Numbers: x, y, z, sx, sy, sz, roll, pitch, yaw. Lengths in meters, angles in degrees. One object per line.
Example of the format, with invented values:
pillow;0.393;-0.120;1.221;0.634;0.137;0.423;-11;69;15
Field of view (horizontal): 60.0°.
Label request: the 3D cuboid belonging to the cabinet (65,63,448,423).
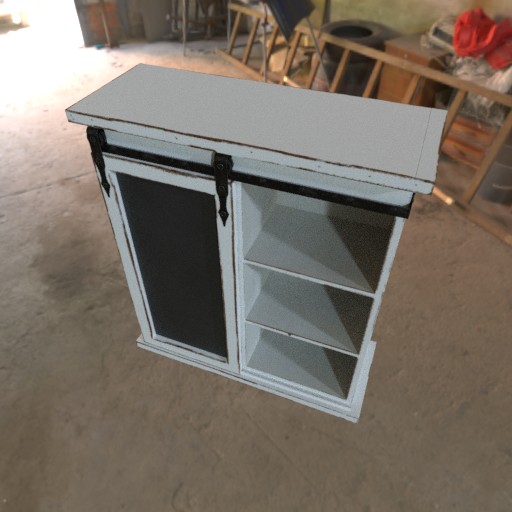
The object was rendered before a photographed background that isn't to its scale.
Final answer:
cabinet;0.000;0.000;0.876;0.541;0.603;0.210;15;45;15
